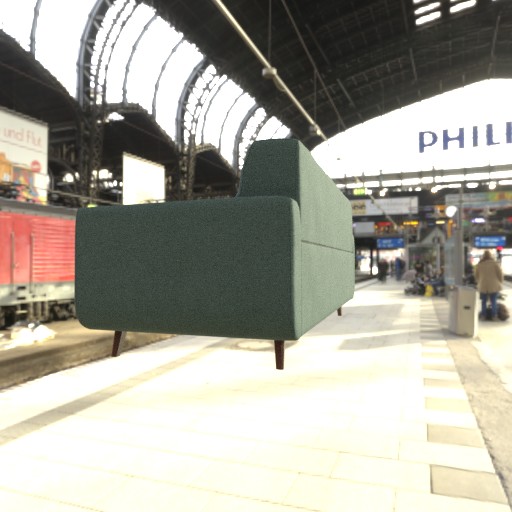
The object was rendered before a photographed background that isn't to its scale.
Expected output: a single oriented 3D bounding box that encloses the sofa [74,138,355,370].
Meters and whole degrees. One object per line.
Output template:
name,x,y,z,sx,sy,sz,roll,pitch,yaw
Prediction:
sofa,0.000,0.000,2.516,0.909,0.841,2.029,0,-1,18
